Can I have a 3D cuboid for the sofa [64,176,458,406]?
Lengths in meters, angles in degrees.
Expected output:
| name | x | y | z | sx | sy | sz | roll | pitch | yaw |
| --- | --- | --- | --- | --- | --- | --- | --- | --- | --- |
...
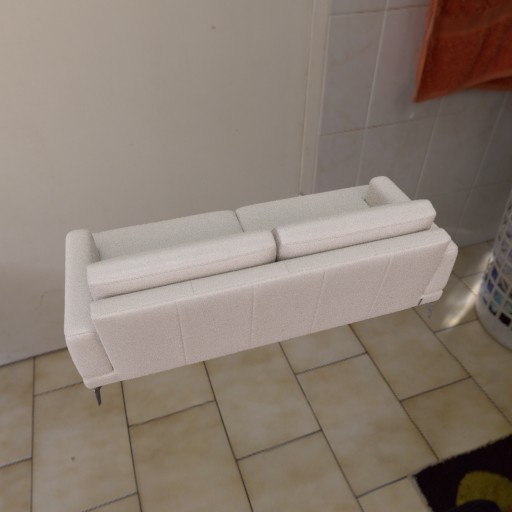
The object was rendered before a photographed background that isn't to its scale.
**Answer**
| name | x | y | z | sx | sy | sz | roll | pitch | yaw |
| --- | --- | --- | --- | --- | --- | --- | --- | --- | --- |
| sofa | 0.000 | 0.000 | 2.424 | 1.940 | 0.765 | 0.974 | -12 | 43 | -13 |
